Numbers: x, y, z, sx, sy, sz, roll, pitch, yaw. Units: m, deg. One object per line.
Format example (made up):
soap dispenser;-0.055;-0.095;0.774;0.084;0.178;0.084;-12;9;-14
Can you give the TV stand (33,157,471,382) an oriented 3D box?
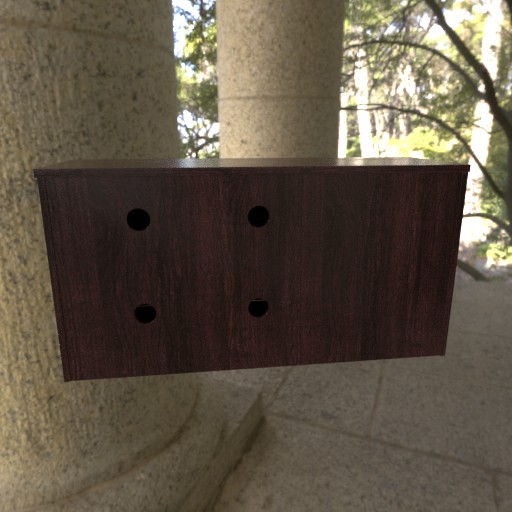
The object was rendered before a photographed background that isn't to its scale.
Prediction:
TV stand;0.000;0.000;1.471;1.192;0.614;0.404;-2;16;-7
